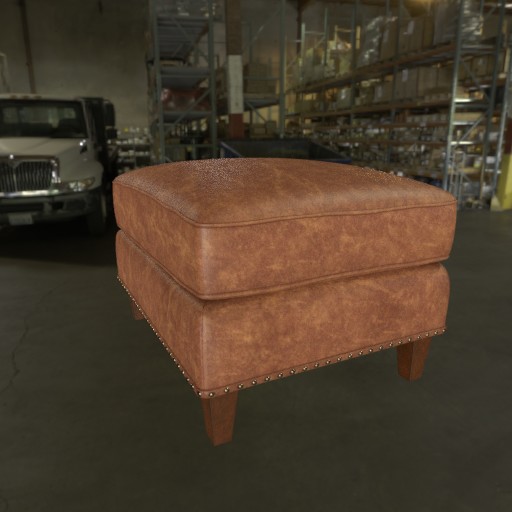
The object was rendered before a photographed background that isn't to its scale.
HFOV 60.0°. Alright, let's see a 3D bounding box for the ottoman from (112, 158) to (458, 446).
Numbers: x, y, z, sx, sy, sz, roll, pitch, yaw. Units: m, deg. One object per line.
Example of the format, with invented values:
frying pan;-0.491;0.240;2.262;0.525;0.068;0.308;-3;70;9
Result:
ottoman;0.000;0.000;1.135;0.586;0.486;0.742;-8;17;-26
